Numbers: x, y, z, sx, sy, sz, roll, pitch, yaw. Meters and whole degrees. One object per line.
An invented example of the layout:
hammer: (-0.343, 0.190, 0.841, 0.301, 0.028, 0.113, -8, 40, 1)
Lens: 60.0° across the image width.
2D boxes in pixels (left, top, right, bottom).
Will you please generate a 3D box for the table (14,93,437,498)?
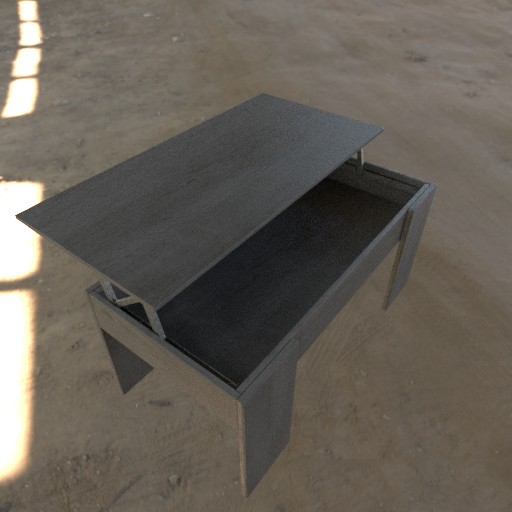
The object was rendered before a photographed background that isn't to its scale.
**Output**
table: (0.000, 0.000, 1.395, 0.711, 0.570, 1.000, 27, 48, 28)
